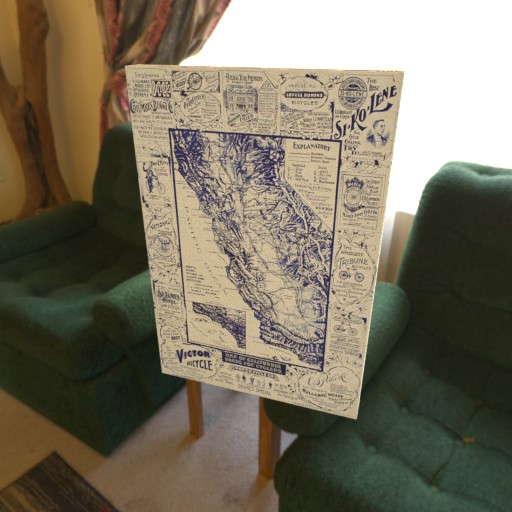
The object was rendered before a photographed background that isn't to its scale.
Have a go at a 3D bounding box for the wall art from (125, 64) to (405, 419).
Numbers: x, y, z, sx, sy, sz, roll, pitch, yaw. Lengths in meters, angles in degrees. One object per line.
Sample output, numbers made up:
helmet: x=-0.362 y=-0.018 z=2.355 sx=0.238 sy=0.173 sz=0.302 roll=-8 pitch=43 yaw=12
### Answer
wall art: x=0.000 y=0.000 z=0.767 sx=0.408 sy=0.601 sz=0.040 roll=8 pitch=28 yaw=16
